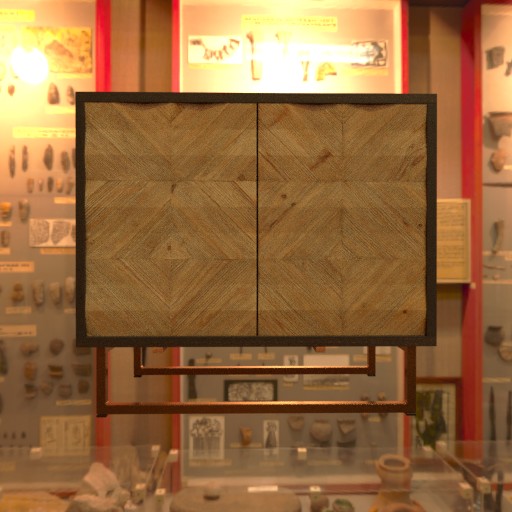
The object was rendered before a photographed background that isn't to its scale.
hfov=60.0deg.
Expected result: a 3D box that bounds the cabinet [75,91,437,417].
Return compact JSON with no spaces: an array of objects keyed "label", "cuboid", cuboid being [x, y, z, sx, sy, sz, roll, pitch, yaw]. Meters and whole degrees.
[{"label":"cabinet","cuboid":[0.000,0.000,1.391,0.950,0.860,0.451,0,0,-1]}]
